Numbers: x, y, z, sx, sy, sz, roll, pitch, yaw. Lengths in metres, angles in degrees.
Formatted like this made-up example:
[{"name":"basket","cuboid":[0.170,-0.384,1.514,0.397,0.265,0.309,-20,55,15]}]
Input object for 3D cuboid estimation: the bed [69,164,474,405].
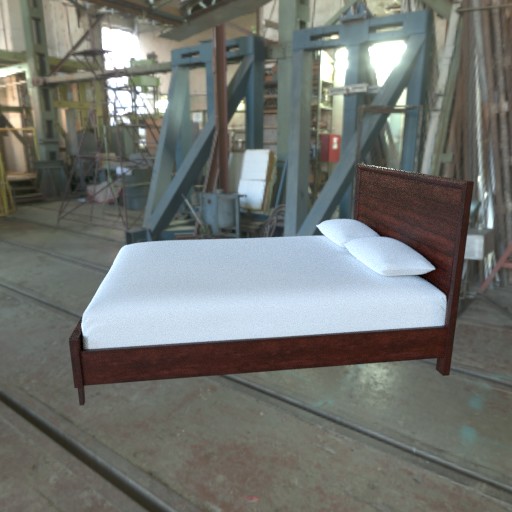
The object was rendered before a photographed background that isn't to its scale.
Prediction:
[{"name":"bed","cuboid":[0.000,0.000,4.016,2.803,1.492,2.040,-2,15,-8]}]
